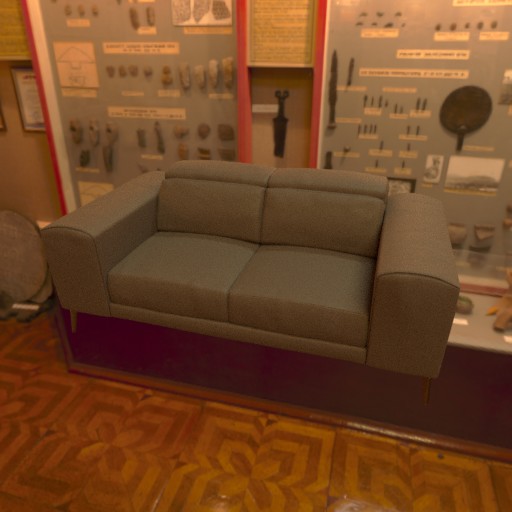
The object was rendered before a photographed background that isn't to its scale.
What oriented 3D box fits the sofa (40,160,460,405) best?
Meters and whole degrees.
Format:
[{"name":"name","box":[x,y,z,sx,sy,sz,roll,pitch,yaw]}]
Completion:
[{"name":"sofa","box":[0.000,0.000,2.386,1.895,0.779,1.003,8,28,15]}]
